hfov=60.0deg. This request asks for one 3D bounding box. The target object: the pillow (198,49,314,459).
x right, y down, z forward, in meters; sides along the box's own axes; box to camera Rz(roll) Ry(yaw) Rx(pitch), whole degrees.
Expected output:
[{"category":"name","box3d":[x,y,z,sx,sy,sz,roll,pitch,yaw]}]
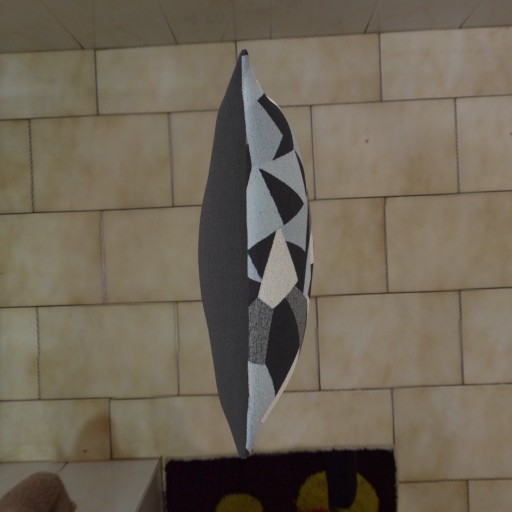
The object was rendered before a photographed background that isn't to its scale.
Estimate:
[{"category":"pillow","box3d":[0.000,0.000,0.767,0.208,0.496,0.503,0,91,1]}]
